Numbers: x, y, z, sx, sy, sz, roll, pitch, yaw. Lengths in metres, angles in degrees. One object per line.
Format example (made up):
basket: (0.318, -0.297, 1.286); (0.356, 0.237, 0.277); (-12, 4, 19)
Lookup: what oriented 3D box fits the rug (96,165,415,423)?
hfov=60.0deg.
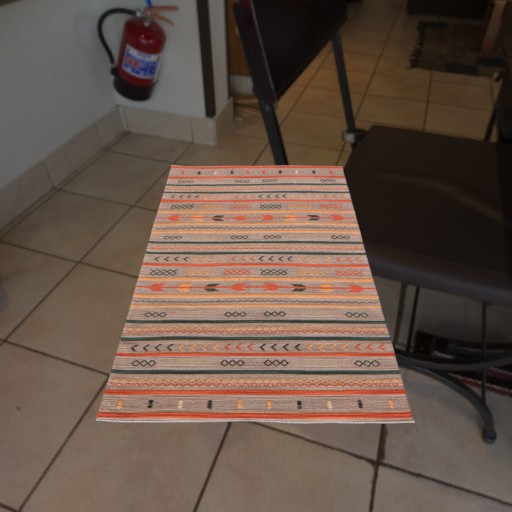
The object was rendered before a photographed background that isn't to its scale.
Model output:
rug: (0.000, 0.000, 3.047); (1.537, 0.029, 2.439); (0, 41, 0)
